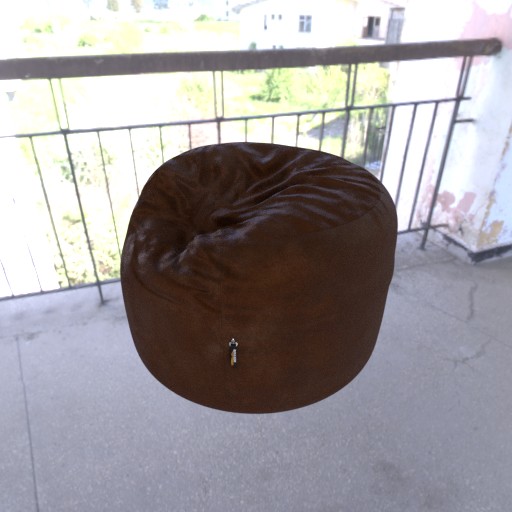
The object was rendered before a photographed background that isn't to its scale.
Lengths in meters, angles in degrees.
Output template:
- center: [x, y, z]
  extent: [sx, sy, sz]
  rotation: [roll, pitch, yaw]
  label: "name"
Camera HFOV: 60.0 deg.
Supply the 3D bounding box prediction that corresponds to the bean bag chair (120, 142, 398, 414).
- center: [0.000, 0.000, 1.534]
  extent: [0.918, 0.616, 0.918]
  rotation: [0, 31, 0]
  label: "bean bag chair"
